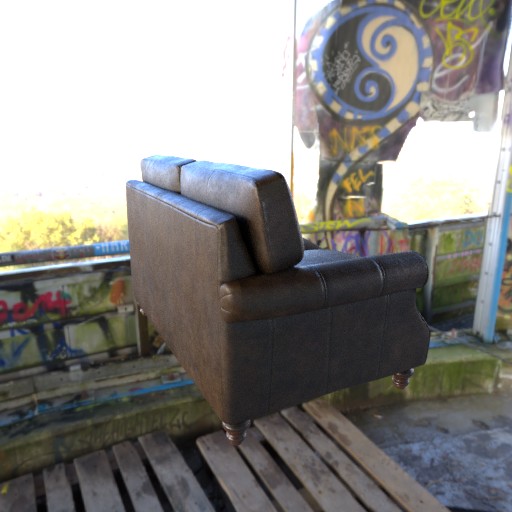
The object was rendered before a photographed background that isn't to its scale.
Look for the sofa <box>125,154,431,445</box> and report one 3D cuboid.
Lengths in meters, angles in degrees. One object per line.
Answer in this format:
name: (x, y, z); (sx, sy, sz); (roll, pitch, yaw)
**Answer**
sofa: (0.000, 0.000, 2.249); (0.990, 0.976, 1.616); (-8, 17, -26)
